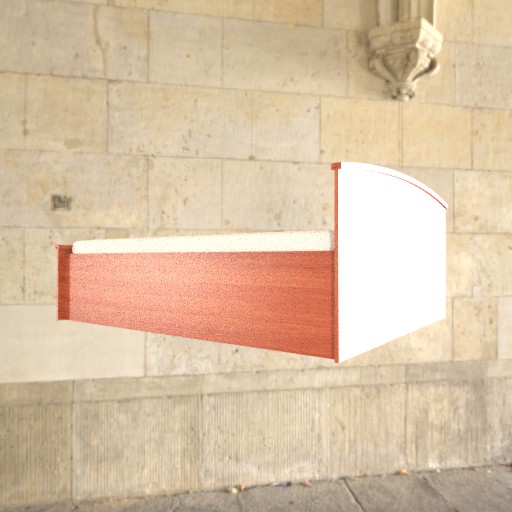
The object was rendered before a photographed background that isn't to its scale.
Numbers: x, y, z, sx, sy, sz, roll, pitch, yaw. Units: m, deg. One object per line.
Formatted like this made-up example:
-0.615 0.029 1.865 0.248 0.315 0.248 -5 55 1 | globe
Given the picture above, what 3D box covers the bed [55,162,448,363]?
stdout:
0.000 0.000 2.993 2.053 0.848 1.683 0 0 36 | bed
